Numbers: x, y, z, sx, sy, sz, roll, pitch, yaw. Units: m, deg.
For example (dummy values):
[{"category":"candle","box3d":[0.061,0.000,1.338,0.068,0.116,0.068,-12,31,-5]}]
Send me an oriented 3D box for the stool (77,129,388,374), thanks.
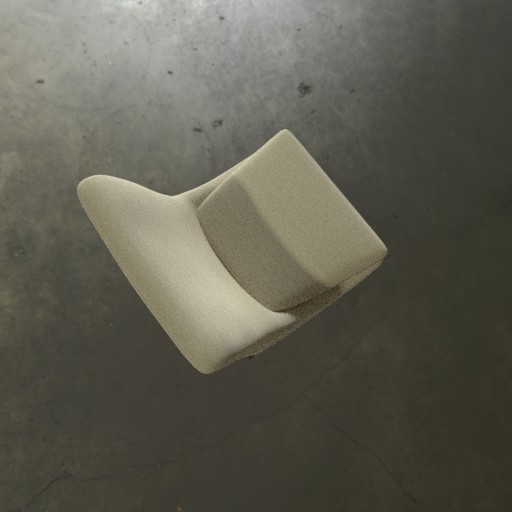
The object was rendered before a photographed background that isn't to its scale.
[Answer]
[{"category":"stool","box3d":[0.000,0.000,1.298,0.559,0.991,0.483,-36,79,-8]}]
